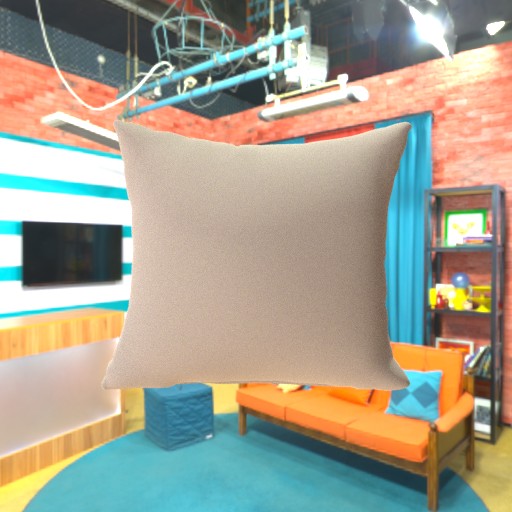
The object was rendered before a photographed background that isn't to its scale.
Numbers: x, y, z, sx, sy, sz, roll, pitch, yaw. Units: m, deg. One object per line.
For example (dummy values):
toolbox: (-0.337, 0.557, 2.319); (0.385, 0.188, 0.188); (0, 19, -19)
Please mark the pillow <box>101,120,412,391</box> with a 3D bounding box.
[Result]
pillow: (0.000, 0.000, 0.798); (0.560, 0.487, 0.229); (0, 1, 0)
